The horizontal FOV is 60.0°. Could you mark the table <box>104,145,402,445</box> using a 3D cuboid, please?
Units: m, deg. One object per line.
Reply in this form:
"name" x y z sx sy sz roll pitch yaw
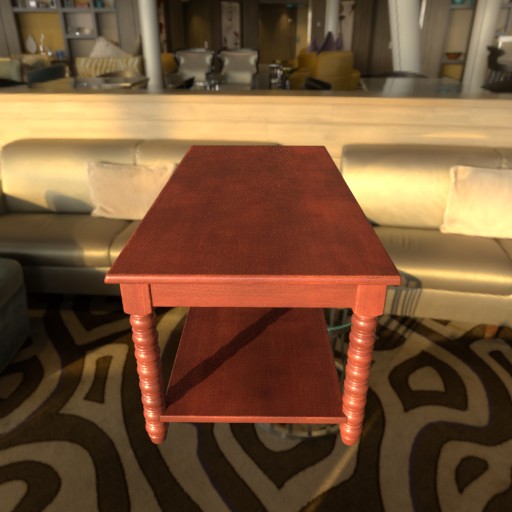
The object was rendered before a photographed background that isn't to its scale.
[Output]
"table" 0.000 0.000 1.472 0.580 0.485 1.171 0 26 1
